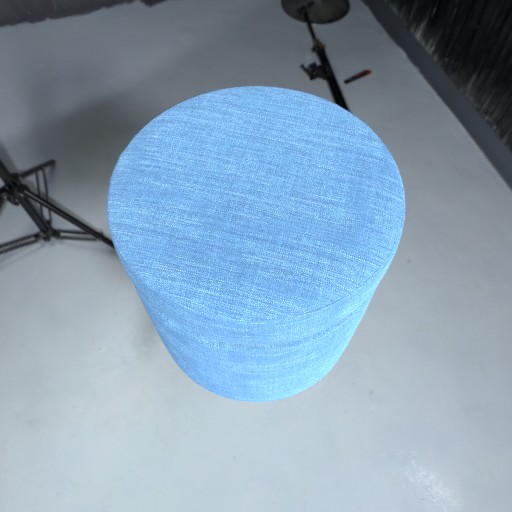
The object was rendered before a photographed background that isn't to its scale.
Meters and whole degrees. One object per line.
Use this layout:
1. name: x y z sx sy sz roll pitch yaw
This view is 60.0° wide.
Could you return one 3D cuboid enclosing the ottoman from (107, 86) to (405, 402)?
1. ottoman: 0.000 0.000 0.746 0.398 0.406 0.398 0 60 0
